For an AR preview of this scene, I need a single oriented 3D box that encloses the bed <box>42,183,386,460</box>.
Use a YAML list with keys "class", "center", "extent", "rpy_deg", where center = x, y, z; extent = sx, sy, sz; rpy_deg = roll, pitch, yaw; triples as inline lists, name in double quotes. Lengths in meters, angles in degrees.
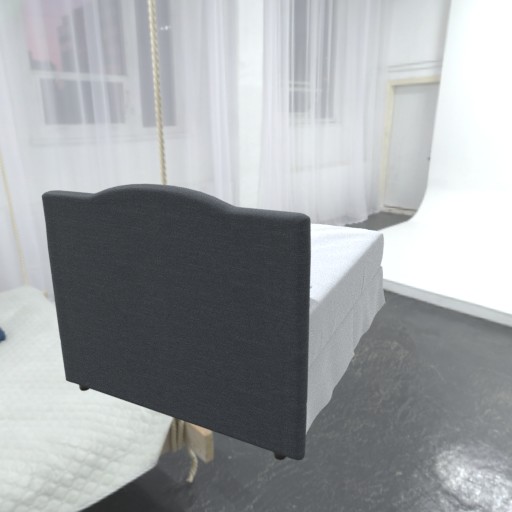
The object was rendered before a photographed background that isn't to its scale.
- class: "bed"
  center: [0.000, 0.000, 3.555]
  extent: [1.747, 1.441, 2.507]
  rpy_deg: [8, 19, 25]
